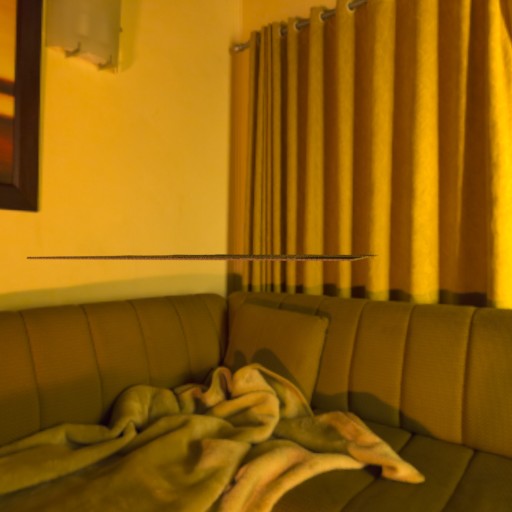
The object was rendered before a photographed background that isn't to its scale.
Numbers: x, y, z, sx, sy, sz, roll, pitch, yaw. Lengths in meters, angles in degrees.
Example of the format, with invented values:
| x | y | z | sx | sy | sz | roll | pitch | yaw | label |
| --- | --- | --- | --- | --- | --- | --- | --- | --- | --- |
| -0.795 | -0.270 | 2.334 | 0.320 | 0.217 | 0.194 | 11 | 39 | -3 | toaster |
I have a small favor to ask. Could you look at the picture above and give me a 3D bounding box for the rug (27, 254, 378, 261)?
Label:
| x | y | z | sx | sy | sz | roll | pitch | yaw | label |
| --- | --- | --- | --- | --- | --- | --- | --- | --- | --- |
| 0.000 | 0.000 | 3.026 | 1.521 | 0.015 | 2.436 | 0 | 0 | 17 | rug |
